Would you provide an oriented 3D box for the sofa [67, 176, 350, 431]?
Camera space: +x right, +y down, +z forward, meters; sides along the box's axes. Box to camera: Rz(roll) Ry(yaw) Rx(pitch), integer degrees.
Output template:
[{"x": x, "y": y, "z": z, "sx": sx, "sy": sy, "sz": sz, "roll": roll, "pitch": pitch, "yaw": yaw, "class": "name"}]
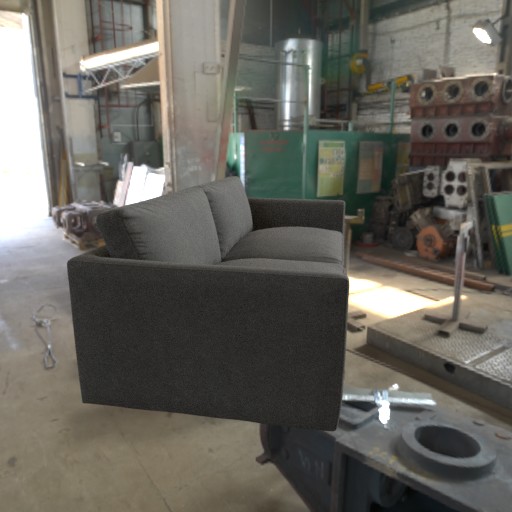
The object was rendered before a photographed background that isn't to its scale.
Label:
[{"x": 0.000, "y": 0.000, "z": 2.727, "sx": 1.092, "sy": 0.838, "sz": 2.257, "roll": 3, "pitch": 14, "yaw": 10, "class": "sofa"}]
